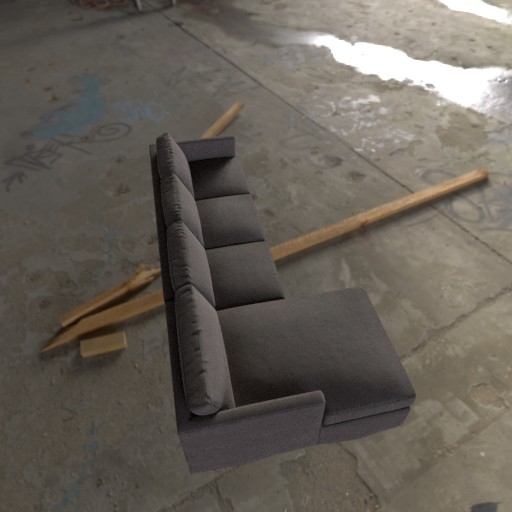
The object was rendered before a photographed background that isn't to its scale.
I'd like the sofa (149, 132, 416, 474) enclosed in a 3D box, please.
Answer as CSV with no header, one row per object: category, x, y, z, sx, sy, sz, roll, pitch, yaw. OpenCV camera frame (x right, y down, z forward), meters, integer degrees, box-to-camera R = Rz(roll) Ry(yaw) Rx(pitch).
sofa,0.000,0.000,3.974,1.650,0.922,3.205,-9,47,-8
